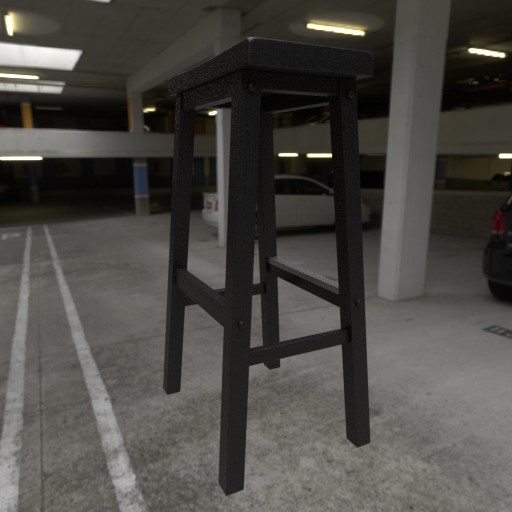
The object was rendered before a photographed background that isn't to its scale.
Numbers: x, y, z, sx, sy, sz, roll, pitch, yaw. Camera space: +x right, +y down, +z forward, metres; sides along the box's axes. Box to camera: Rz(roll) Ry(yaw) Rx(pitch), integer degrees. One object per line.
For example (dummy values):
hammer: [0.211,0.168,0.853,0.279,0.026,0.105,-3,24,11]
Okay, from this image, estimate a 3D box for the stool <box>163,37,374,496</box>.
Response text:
stool: [0.000,0.000,0.932,0.322,0.742,0.406,-7,15,-26]
